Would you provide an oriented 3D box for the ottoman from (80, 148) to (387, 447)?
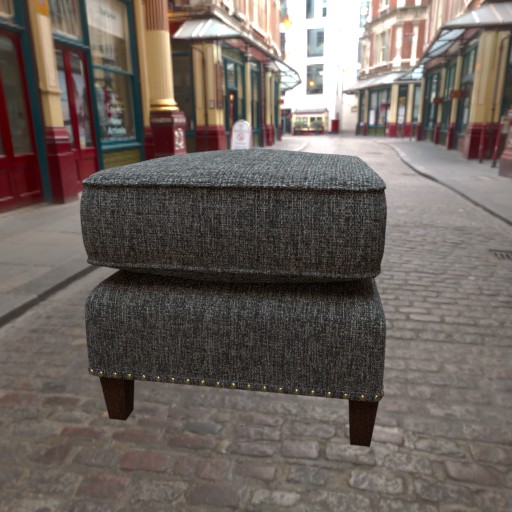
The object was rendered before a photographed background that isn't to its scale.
[{"bbox_3d":[0.000,0.000,1.140,0.589,0.537,0.738,3,16,9],"label":"ottoman"}]
